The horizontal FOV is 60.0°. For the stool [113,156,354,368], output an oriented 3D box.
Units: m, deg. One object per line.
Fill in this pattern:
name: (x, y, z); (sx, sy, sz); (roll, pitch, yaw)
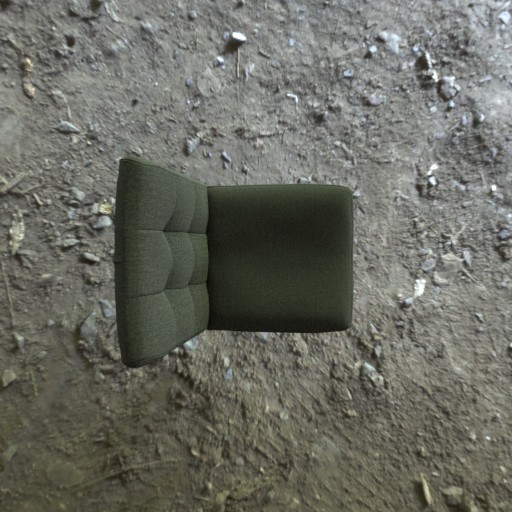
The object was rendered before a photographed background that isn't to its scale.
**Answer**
stool: (0.000, 0.000, 1.350); (0.548, 1.047, 0.411); (0, 91, 0)
